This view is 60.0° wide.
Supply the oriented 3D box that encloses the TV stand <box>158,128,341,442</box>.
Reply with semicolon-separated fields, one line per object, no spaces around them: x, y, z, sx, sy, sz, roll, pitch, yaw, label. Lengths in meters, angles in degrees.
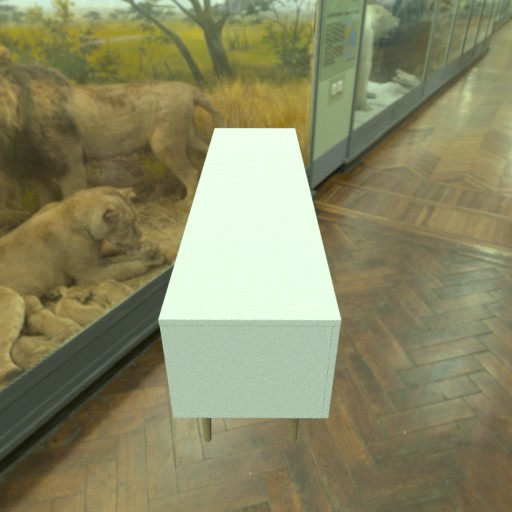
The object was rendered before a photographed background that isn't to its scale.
0.000;0.000;1.666;0.401;0.560;1.398;0;32;0;TV stand
